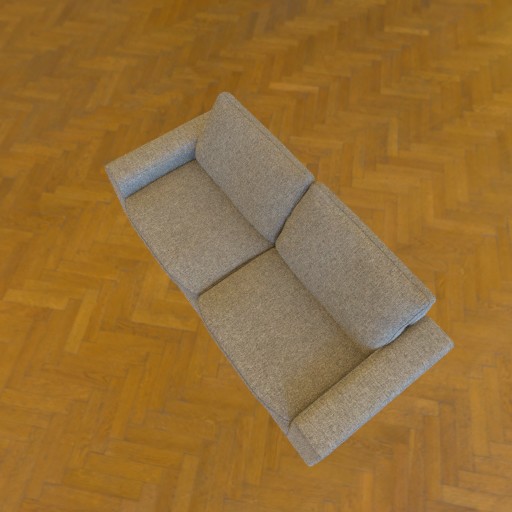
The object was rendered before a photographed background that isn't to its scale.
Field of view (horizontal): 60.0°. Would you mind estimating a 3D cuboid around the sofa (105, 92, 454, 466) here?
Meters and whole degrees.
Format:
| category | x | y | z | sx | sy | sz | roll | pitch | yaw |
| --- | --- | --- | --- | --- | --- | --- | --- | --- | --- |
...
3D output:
| category | x | y | z | sx | sy | sz | roll | pitch | yaw |
| --- | --- | --- | --- | --- | --- | --- | --- | --- | --- |
| sofa | 0.000 | 0.000 | 2.822 | 1.040 | 0.922 | 2.299 | -33 | 66 | -17 |
